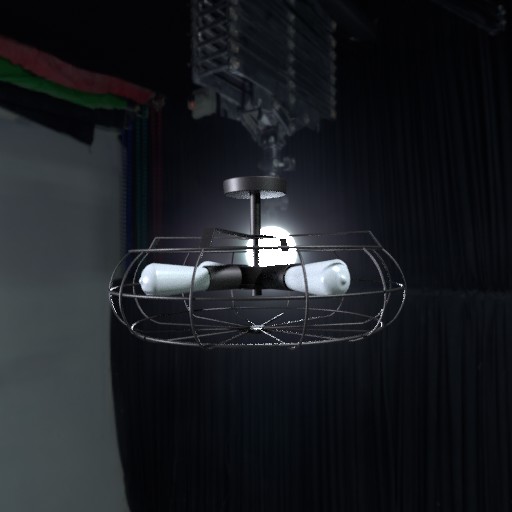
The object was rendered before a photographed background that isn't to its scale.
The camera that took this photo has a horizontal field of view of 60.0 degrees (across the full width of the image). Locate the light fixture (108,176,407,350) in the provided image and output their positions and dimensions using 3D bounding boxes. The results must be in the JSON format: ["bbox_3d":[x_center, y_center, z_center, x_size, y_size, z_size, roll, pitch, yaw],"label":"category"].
[{"bbox_3d":[0.000,0.000,0.918,0.582,0.311,0.582,0,-1,0],"label":"light fixture"}]
